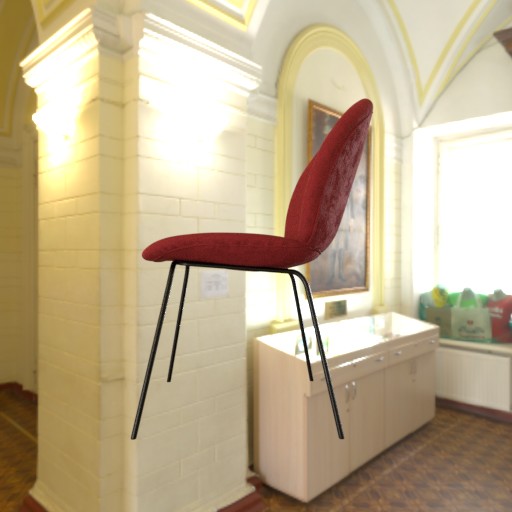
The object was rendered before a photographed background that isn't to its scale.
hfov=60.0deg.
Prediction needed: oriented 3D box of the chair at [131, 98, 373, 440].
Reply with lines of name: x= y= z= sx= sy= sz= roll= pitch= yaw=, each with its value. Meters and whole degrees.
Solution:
chair: x=0.000 y=0.000 z=1.179 sx=0.587 sy=0.791 sz=0.458 roll=0 pitch=0 yaw=-1
